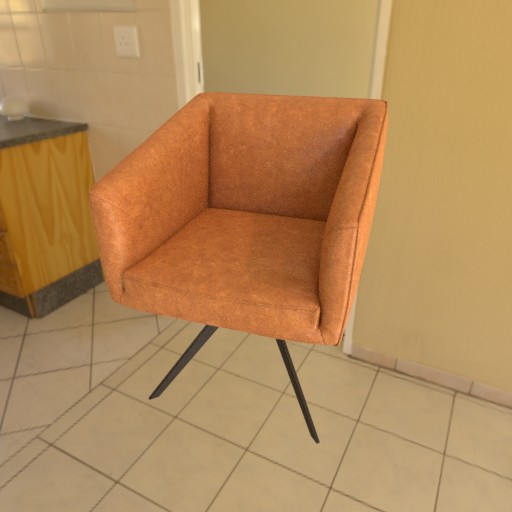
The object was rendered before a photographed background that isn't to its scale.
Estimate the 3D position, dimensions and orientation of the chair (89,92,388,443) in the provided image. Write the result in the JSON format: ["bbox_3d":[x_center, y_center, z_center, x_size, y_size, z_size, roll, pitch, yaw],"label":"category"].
[{"bbox_3d":[0.000,0.000,1.215,0.588,0.760,0.625,8,28,16],"label":"chair"}]
